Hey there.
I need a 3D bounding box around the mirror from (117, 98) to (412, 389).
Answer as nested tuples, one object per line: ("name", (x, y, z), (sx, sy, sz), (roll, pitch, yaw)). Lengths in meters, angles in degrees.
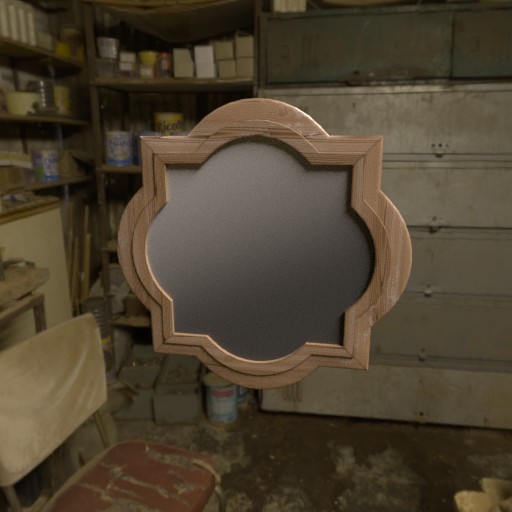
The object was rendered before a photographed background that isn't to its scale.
("mirror", (0.000, 0.000, 1.045), (0.686, 0.686, 0.019), (2, 15, 9))
